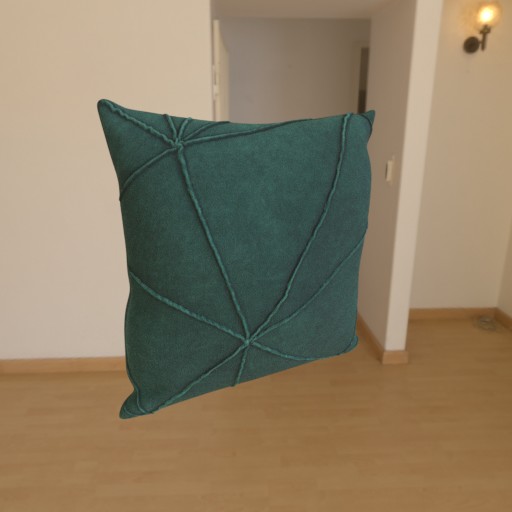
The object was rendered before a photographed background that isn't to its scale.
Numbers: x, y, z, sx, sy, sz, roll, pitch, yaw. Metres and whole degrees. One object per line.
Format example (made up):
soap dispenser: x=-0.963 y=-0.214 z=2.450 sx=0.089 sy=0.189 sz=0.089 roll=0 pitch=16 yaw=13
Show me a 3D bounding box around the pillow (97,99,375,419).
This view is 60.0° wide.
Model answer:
pillow: x=0.000 y=0.000 z=0.672 sx=0.439 sy=0.440 sz=0.184 roll=-9 pitch=19 yaw=-27
